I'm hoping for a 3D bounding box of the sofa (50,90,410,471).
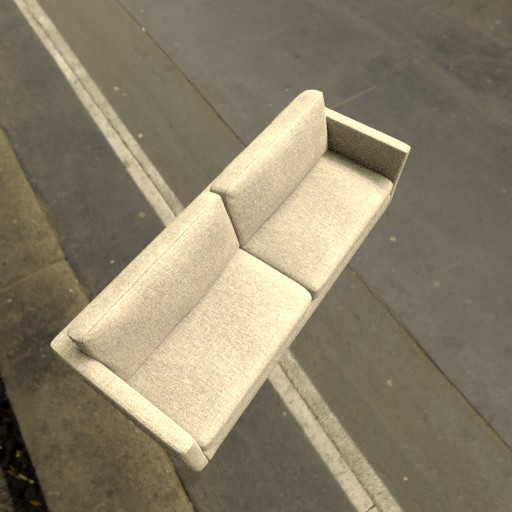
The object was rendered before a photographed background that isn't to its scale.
[{"bbox_3d":[0.000,0.000,2.880,0.948,0.951,2.434,31,63,18],"label":"sofa"}]
